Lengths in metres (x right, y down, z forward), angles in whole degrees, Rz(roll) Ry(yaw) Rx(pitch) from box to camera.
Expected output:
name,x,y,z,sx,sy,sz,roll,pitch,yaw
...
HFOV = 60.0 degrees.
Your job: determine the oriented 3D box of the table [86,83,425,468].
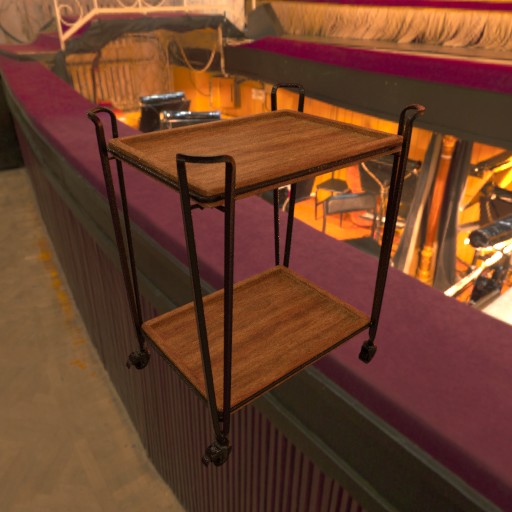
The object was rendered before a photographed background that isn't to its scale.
name,x,y,z,sx,sy,sz,roll,pitch,yaw
table,0.000,0.000,1.220,0.672,0.785,0.505,-22,36,-33
